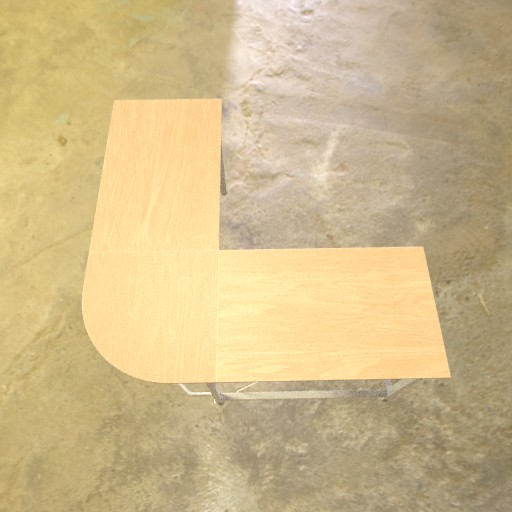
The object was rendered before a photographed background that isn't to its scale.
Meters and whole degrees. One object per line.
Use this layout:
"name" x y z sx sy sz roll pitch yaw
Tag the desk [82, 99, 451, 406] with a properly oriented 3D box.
"desk" 0.000 0.000 2.268 1.400 0.762 1.400 -1 64 -1
